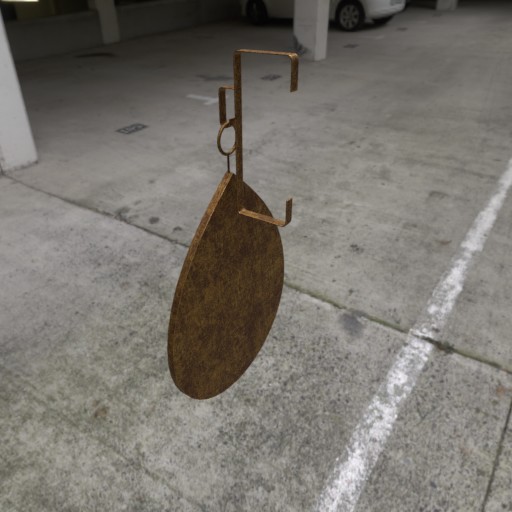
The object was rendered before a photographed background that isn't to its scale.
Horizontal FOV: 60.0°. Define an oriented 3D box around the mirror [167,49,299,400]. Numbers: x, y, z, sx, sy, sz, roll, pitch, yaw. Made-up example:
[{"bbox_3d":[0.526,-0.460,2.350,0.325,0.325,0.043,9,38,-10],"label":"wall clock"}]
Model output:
[{"bbox_3d":[0.000,0.000,0.882,0.144,0.744,0.405,19,36,29],"label":"mirror"}]
